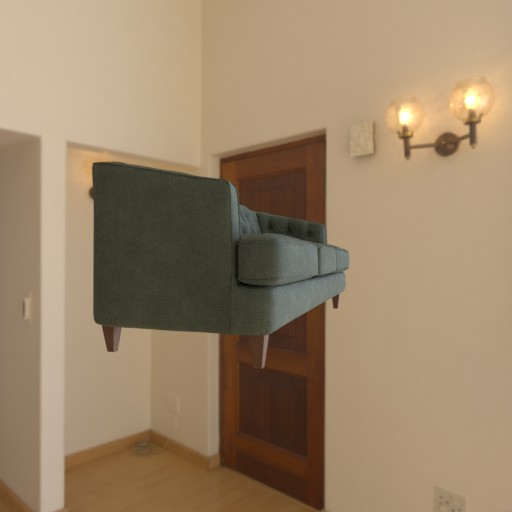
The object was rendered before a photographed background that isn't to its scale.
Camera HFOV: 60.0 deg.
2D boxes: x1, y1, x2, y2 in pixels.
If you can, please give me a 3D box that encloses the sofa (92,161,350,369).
[{"bbox_3d":[0.000,0.000,2.781,0.941,0.855,2.278,0,0,18],"label":"sofa"}]
